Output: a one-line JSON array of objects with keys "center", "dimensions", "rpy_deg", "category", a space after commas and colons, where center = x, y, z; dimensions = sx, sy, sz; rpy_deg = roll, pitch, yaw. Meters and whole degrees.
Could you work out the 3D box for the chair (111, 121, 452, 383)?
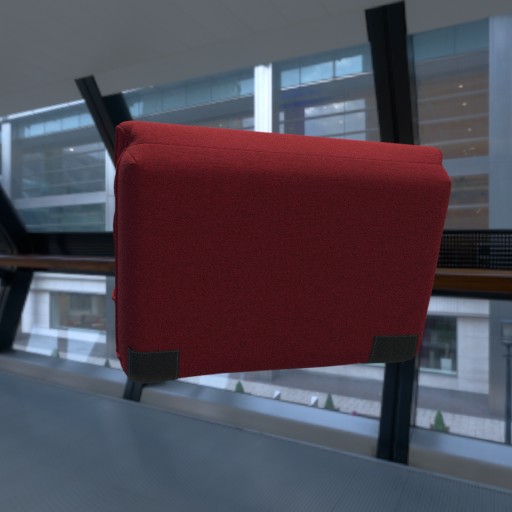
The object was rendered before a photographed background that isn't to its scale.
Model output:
[{"center": [0.000, 0.000, 1.325], "dimensions": [0.820, 0.580, 0.780], "rpy_deg": [0, 0, -17], "category": "chair"}]
